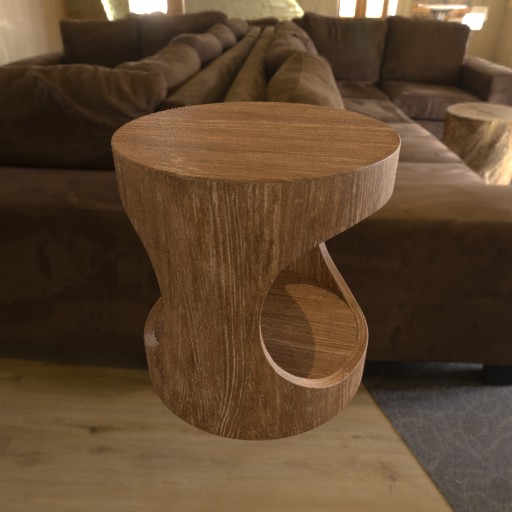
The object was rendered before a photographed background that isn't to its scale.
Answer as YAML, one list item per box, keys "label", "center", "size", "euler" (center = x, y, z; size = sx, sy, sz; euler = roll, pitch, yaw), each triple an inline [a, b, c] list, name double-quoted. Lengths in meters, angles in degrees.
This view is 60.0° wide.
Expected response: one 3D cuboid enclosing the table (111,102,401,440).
- label: "table"
  center: [0.000, 0.000, 0.976]
  size: [0.527, 0.551, 0.527]
  euler: [0, 30, 0]
